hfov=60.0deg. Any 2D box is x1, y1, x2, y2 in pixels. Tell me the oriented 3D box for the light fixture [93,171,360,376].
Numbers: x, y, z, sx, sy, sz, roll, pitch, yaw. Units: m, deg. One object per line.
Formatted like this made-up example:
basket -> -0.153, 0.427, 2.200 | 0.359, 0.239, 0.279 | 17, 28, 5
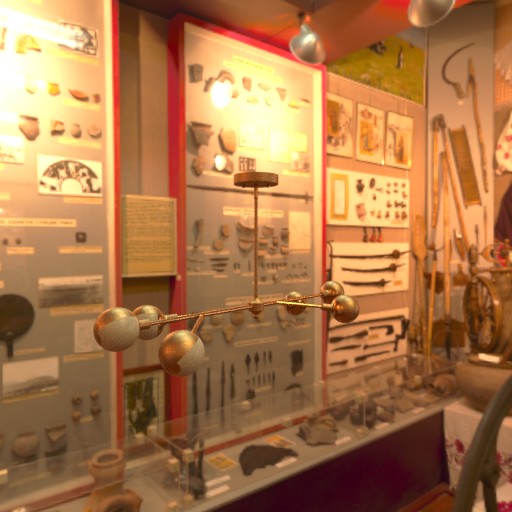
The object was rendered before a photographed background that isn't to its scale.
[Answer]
light fixture -> 0.000, 0.000, 1.000 | 0.778, 0.362, 0.434 | -1, 1, -37
